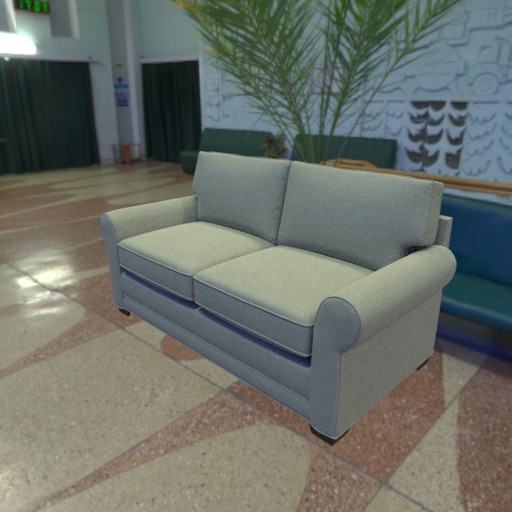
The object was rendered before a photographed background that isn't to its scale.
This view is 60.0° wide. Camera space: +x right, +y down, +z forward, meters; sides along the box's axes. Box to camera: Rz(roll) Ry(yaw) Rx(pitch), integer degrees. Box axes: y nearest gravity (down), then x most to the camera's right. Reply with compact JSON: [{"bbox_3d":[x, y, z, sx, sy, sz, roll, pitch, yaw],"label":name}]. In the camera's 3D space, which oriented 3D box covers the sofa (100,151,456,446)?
[{"bbox_3d":[0.000,0.000,2.304,1.774,0.933,0.861,18,27,42],"label":"sofa"}]
